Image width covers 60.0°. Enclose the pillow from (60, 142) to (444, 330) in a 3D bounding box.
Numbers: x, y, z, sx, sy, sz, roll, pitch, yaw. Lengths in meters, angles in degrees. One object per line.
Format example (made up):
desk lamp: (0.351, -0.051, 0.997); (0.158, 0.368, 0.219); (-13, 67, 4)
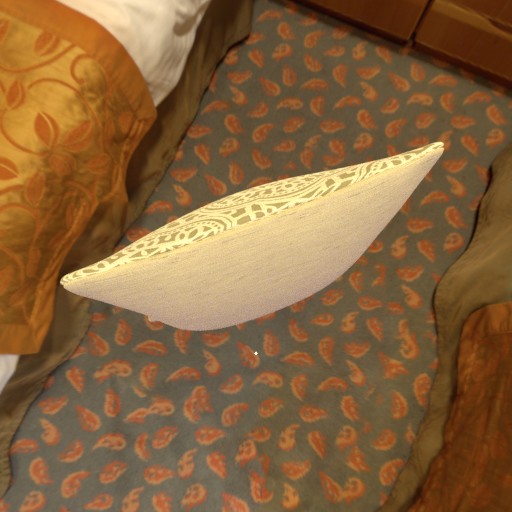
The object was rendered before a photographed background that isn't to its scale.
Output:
pillow: (0.000, 0.000, 0.665); (0.438, 0.421, 0.167); (-20, 78, -4)
